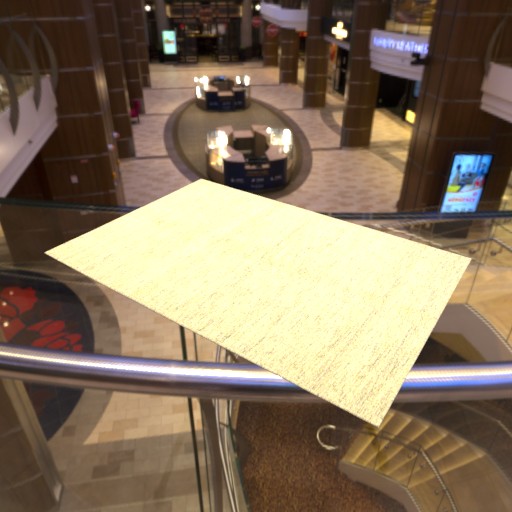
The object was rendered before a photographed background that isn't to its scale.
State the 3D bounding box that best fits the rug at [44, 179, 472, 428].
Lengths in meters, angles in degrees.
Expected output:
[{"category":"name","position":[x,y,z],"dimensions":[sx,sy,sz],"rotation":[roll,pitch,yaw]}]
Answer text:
[{"category":"rug","position":[0.000,0.000,2.312],"dimensions":[1.850,0.015,1.250],"rotation":[21,37,29]}]
